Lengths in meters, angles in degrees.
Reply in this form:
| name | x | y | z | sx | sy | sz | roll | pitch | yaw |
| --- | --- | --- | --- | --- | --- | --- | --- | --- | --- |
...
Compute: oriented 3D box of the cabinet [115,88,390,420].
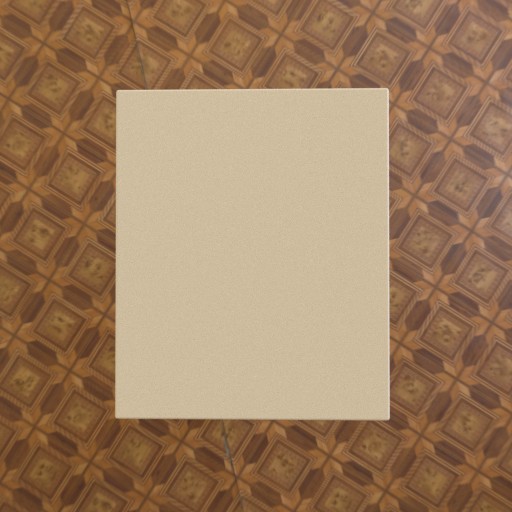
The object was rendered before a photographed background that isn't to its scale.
| name | x | y | z | sx | sy | sz | roll | pitch | yaw |
| --- | --- | --- | --- | --- | --- | --- | --- | --- | --- |
| cabinet | 0.000 | 0.000 | 1.056 | 0.431 | 0.723 | 0.520 | 0 | 89 | 1 |
